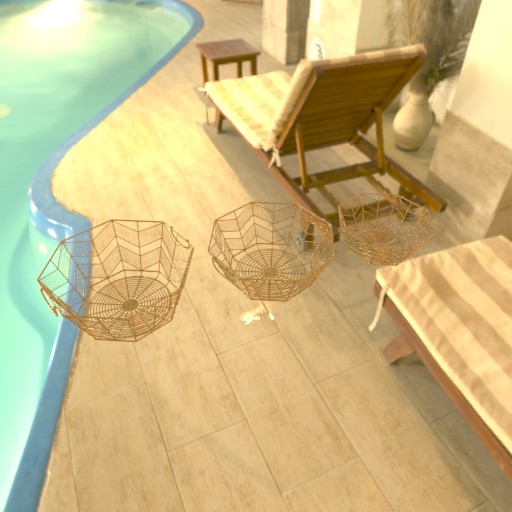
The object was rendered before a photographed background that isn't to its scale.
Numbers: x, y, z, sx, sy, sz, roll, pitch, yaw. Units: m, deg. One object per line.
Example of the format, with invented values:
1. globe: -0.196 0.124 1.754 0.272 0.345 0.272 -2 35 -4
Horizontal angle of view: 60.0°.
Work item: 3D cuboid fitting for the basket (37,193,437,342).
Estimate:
1. basket: 0.000 0.000 1.398 1.245 0.178 0.432 -13 43 -14
